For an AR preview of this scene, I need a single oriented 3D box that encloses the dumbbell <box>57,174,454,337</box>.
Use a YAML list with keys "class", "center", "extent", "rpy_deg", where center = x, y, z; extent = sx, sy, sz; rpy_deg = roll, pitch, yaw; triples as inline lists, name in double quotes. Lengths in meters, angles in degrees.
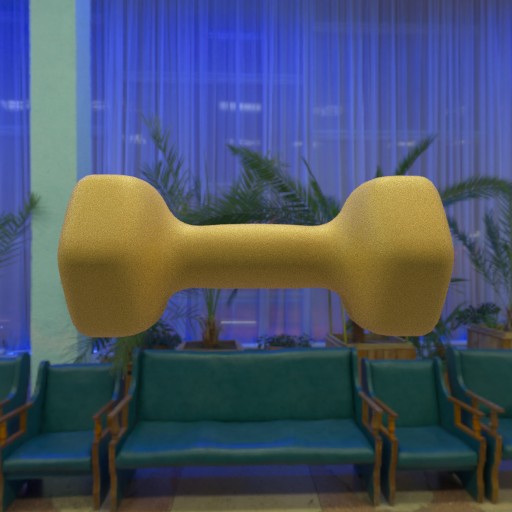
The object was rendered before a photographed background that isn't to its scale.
- class: "dumbbell"
  center: [0.000, 0.000, 0.237]
  extent: [0.190, 0.082, 0.090]
  rpy_deg: [0, 0, -1]
